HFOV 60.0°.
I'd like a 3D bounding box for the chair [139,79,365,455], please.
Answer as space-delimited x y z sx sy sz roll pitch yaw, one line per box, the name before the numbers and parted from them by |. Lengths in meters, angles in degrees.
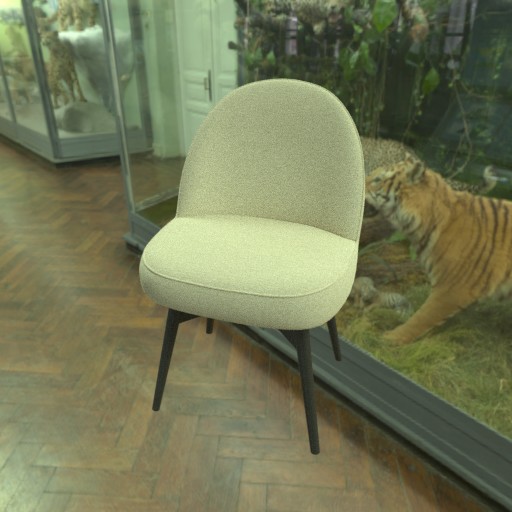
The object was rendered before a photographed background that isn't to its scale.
chair | 0.000 0.000 1.183 0.532 0.838 0.540 9 28 16
